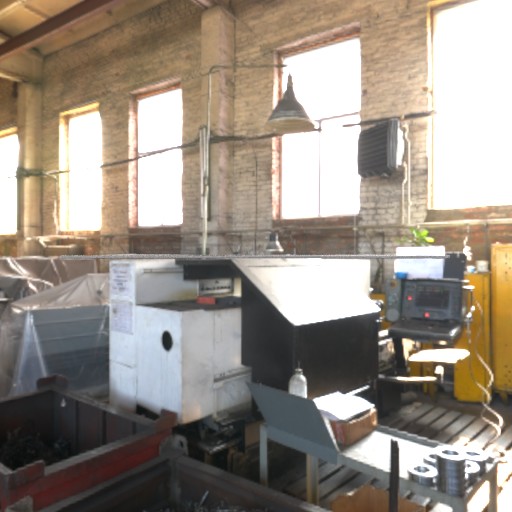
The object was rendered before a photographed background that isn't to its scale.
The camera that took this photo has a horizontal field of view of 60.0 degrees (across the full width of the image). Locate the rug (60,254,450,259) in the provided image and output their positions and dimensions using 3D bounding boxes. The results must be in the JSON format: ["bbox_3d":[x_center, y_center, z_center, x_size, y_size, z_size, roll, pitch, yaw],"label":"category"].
[{"bbox_3d":[0.000,0.000,2.963,1.604,0.030,2.307,0,0,1],"label":"rug"}]
